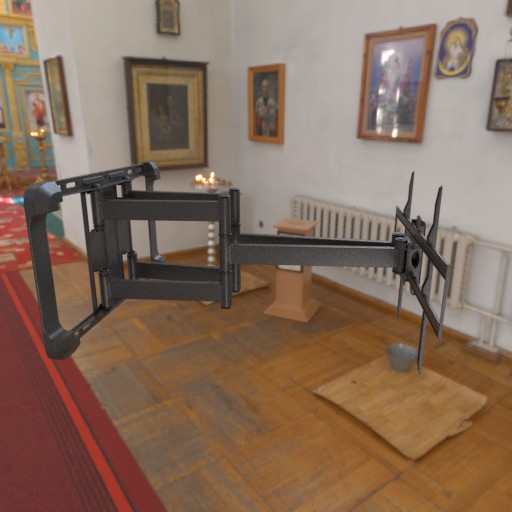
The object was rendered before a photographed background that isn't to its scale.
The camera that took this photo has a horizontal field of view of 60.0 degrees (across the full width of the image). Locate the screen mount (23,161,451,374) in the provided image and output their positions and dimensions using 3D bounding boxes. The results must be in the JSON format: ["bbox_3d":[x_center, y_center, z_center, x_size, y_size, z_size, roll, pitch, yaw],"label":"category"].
[{"bbox_3d":[0.000,0.000,1.290,0.905,0.483,0.725,3,16,9],"label":"screen mount"}]
